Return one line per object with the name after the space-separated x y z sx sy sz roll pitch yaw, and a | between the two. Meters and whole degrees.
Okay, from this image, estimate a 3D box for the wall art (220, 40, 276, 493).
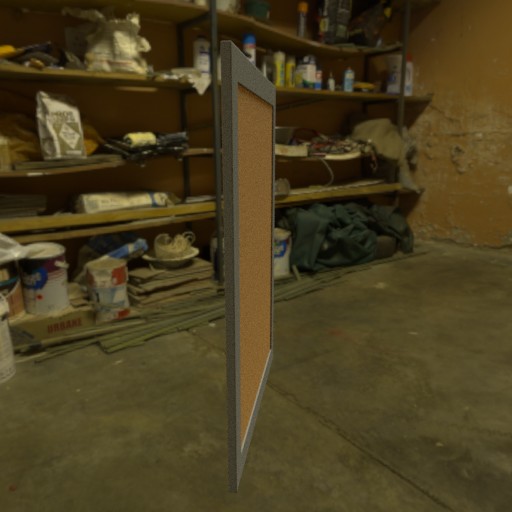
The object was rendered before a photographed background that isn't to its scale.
0.000 0.000 0.679 0.012 0.529 0.374 2 14 9 | wall art
